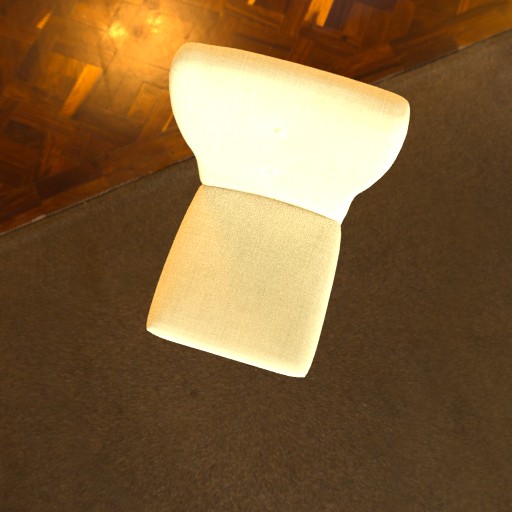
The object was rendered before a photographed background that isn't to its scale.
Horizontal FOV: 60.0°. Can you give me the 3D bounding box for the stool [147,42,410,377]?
[{"bbox_3d":[0.000,0.000,1.301,0.514,0.972,0.603,16,76,4],"label":"stool"}]
